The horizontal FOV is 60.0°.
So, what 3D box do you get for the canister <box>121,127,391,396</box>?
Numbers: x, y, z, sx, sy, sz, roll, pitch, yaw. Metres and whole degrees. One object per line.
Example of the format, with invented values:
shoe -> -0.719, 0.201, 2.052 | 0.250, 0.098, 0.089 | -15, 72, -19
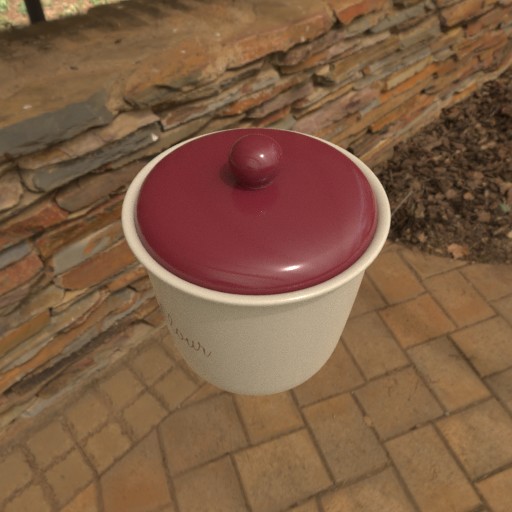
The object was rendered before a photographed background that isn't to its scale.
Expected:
canister -> 0.000, 0.000, 0.348 | 0.182, 0.208, 0.182 | 0, 47, 0
